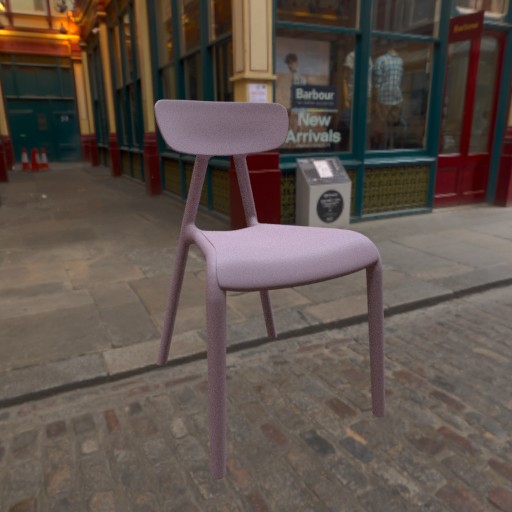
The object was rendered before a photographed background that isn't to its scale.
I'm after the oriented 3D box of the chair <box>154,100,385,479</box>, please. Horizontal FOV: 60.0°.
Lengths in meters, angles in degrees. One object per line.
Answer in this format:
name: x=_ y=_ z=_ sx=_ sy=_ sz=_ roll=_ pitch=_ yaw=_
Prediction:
chair: x=0.000 y=0.000 z=0.854 sx=0.356 sy=0.580 sz=0.401 roll=-8 pitch=18 yaw=-27
